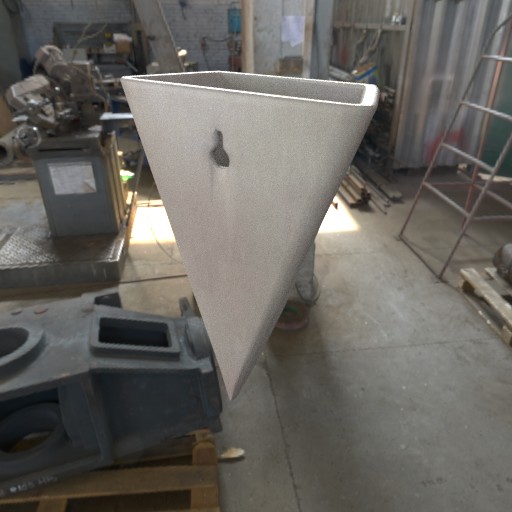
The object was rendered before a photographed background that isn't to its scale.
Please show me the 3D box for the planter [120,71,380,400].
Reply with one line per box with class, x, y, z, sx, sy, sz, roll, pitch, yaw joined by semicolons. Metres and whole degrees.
planter;0.000;0.000;0.269;0.150;0.197;0.060;20;34;32
